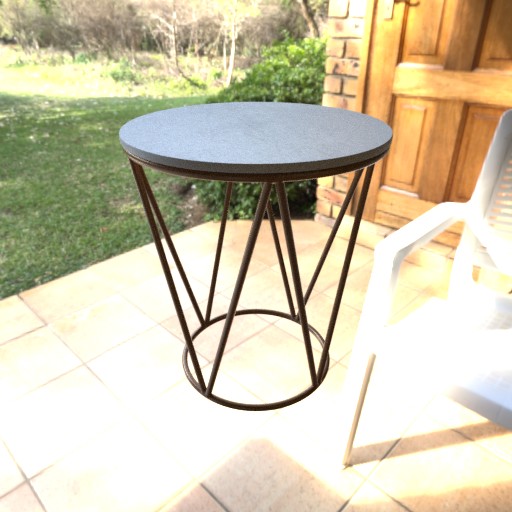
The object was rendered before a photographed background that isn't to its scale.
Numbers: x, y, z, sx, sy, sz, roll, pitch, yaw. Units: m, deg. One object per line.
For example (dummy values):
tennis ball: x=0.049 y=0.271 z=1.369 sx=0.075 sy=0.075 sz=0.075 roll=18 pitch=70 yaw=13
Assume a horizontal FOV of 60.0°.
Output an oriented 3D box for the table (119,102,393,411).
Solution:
table: x=0.000 y=0.000 z=0.971 sx=0.500 sy=0.564 sz=0.500 roll=0 pitch=29 yaw=0
